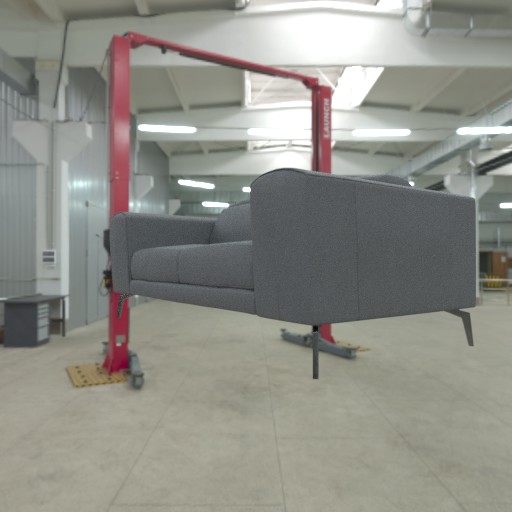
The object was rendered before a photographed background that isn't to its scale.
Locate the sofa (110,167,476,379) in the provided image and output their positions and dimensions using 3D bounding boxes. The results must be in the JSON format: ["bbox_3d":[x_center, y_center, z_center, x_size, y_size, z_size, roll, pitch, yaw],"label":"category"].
[{"bbox_3d":[0.000,0.000,2.358,1.003,0.779,1.895,1,-1,-36],"label":"sofa"}]
